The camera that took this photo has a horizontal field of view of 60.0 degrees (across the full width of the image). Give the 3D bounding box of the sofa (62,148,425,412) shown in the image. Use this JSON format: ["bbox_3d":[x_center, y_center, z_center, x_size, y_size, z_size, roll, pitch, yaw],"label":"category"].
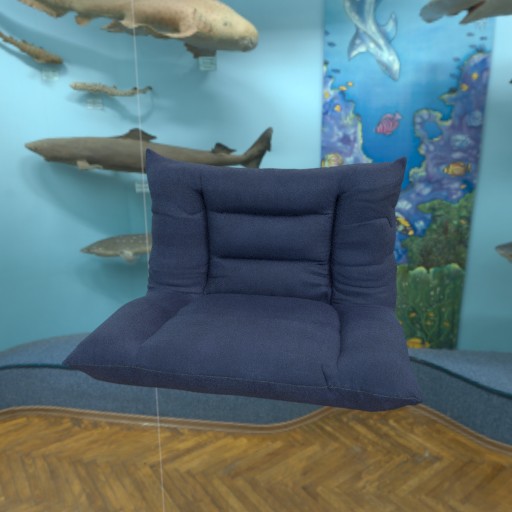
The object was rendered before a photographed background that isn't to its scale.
[{"bbox_3d":[0.000,0.000,1.662,1.122,0.778,0.849,3,15,11],"label":"sofa"}]
